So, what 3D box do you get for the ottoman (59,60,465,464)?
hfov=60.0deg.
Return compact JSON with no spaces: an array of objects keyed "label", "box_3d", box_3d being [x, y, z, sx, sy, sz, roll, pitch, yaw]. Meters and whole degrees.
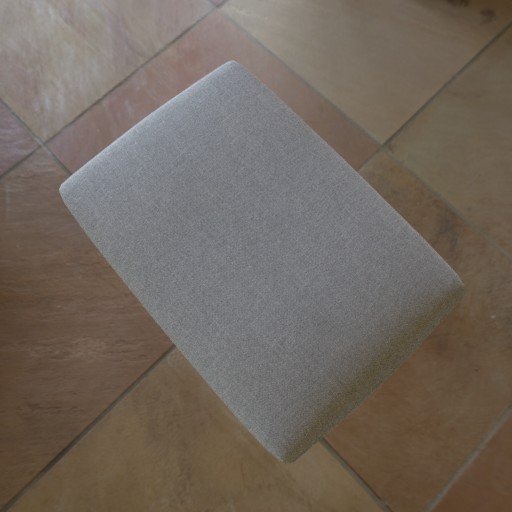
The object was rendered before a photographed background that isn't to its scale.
[{"label":"ottoman","box_3d":[0.000,0.000,1.164,0.584,0.457,0.838,-40,78,-10]}]
